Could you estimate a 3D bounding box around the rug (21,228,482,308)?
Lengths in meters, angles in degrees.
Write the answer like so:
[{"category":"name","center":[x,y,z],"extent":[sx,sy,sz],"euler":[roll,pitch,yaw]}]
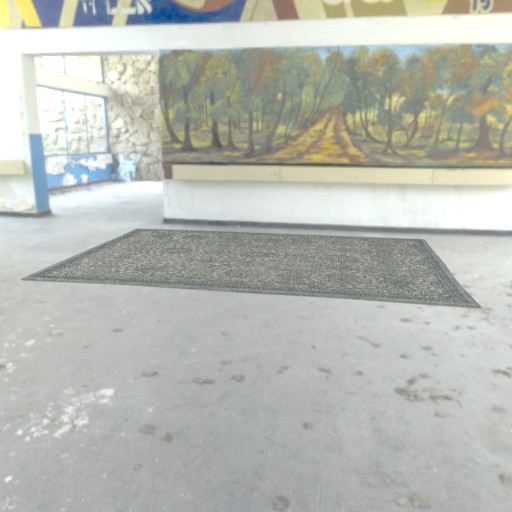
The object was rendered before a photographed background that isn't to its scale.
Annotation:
[{"category":"rug","center":[0.000,0.000,3.076],"extent":[2.498,0.022,1.535],"euler":[3,15,10]}]
